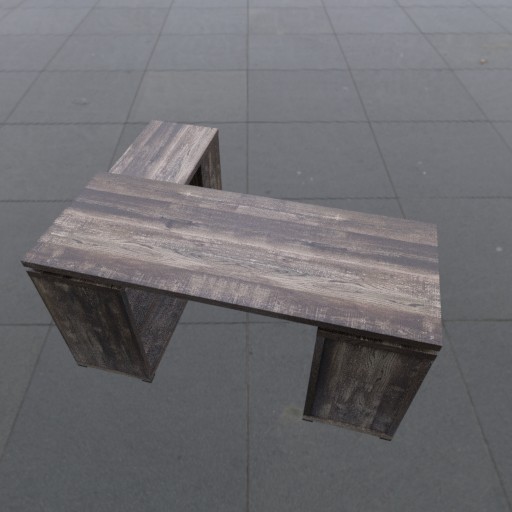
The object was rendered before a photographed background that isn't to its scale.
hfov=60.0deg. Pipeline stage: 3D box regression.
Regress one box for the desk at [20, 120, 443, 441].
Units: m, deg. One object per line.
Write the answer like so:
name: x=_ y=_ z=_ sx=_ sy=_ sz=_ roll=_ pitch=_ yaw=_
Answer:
desk: x=0.000 y=0.000 z=2.211 sx=1.524 sy=0.753 sz=1.200 roll=10 pitch=46 yaw=10
